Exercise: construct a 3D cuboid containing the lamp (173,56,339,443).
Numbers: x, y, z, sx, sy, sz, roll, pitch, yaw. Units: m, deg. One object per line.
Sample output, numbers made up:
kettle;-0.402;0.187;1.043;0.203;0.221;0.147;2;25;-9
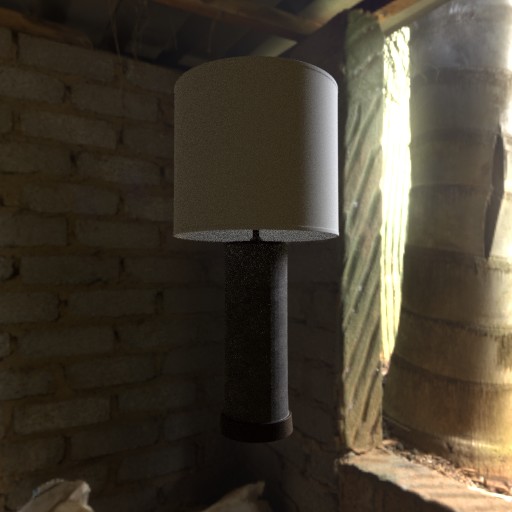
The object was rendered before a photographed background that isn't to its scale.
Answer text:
lamp;0.000;0.000;0.818;0.301;0.630;0.301;-1;-2;19
